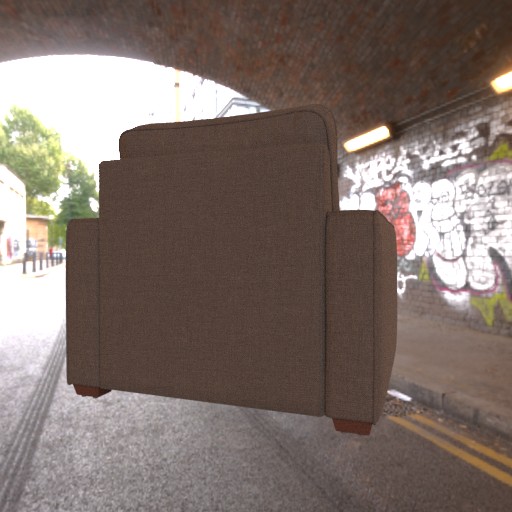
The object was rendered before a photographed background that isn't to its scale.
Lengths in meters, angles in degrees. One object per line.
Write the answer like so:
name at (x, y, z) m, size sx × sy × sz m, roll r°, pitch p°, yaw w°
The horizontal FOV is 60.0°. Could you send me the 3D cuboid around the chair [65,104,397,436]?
chair at (0.000, 0.000, 1.704) m, size 1.017 × 0.919 × 0.940 m, roll 0°, pitch 1°, yaw 20°
